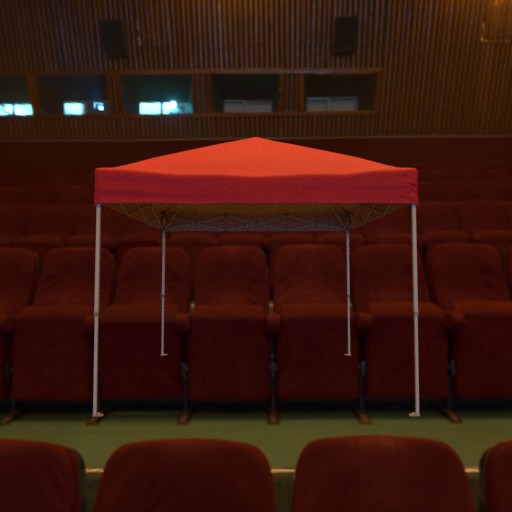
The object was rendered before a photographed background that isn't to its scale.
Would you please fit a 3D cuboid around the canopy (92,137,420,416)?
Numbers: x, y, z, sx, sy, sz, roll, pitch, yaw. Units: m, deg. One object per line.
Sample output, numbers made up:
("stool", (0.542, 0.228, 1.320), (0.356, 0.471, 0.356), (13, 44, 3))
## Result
("canopy", (0.000, 0.000, 5.529), (2.996, 2.997, 2.998), (0, -2, 0))
